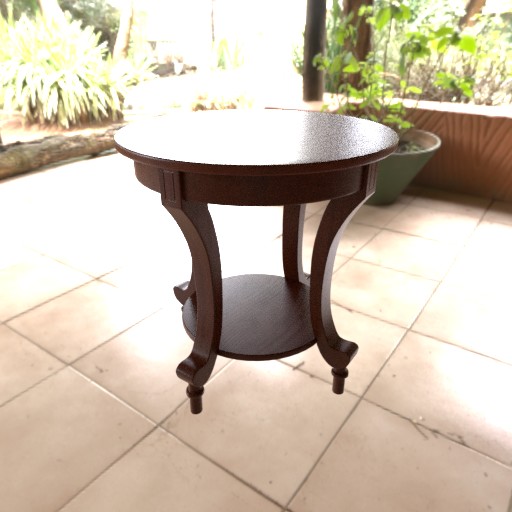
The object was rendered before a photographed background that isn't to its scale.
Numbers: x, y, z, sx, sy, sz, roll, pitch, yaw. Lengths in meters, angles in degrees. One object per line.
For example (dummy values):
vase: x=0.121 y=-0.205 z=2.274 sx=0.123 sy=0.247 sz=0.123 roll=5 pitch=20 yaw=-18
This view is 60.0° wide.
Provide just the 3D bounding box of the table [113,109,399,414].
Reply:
table: x=0.000 y=0.000 z=1.098 sx=0.597 sy=0.612 sz=0.597 roll=0 pitch=26 yaw=0
